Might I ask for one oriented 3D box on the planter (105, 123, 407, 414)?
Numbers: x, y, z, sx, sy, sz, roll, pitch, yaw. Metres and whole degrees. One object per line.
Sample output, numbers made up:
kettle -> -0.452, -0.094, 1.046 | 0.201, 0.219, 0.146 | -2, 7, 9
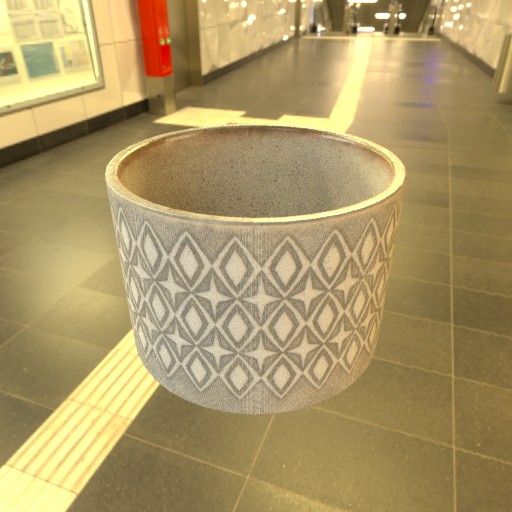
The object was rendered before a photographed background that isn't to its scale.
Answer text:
planter -> 0.000, 0.000, 0.320 | 0.186, 0.144, 0.186 | 0, 30, 0
